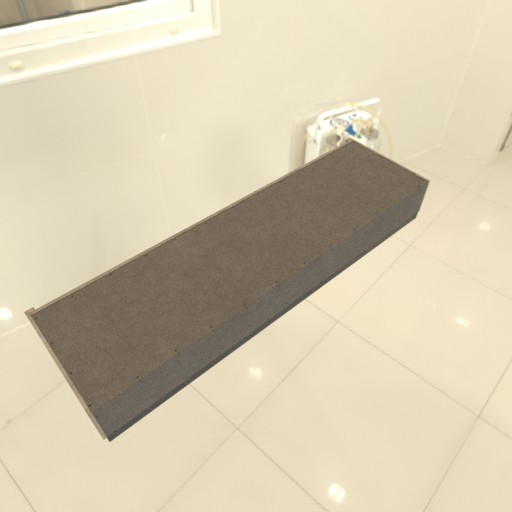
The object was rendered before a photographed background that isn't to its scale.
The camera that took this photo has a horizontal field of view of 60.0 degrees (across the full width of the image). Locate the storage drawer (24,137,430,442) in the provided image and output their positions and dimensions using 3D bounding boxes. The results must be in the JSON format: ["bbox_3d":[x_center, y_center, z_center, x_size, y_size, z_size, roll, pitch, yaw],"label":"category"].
[{"bbox_3d":[0.000,0.000,2.278,2.072,0.274,0.591,-32,54,-27],"label":"storage drawer"}]
